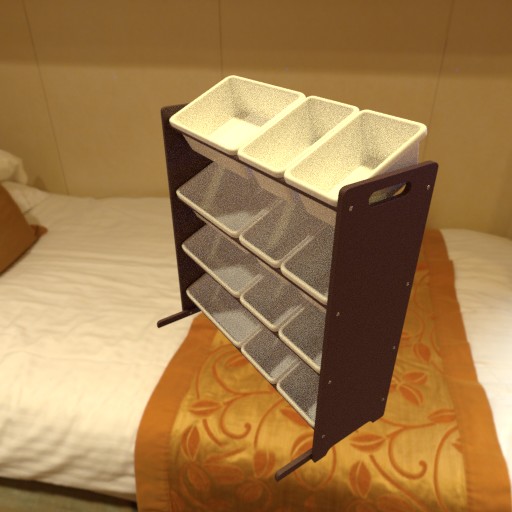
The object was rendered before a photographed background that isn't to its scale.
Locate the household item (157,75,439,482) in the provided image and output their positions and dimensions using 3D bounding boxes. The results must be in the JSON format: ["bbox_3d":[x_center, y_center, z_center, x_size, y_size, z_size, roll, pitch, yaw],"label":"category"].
[{"bbox_3d":[0.000,0.000,1.286,0.389,0.864,0.787,-20,36,-29],"label":"household item"}]
